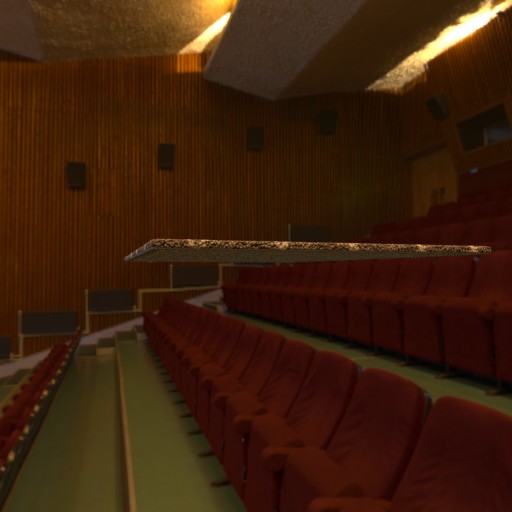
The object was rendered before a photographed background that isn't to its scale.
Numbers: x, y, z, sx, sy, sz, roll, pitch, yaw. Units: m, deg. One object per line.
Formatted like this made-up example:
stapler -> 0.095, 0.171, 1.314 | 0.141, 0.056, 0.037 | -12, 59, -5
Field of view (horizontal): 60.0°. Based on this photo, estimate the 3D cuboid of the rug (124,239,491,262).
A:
rug -> 0.000, 0.000, 2.256 | 1.219, 0.030, 1.778 | 1, -2, -19
